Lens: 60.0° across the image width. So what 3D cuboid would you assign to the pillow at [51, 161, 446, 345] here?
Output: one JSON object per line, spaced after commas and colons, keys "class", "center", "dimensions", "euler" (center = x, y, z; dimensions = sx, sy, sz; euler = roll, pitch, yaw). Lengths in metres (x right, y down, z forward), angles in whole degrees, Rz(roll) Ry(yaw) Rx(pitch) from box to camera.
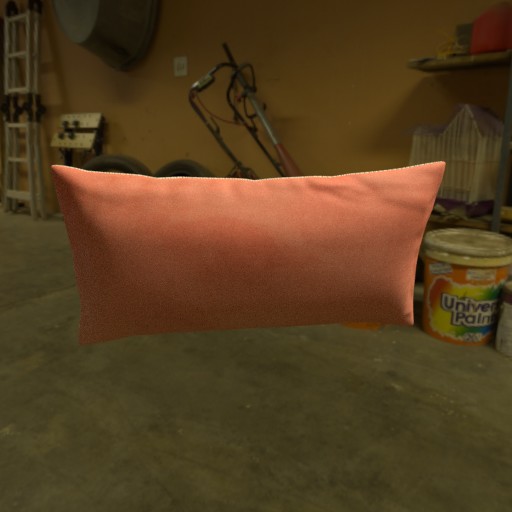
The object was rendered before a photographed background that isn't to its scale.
{"class": "pillow", "center": [0.000, 0.000, 0.739], "dimensions": [0.608, 0.307, 0.155], "euler": [-2, 16, -7]}
